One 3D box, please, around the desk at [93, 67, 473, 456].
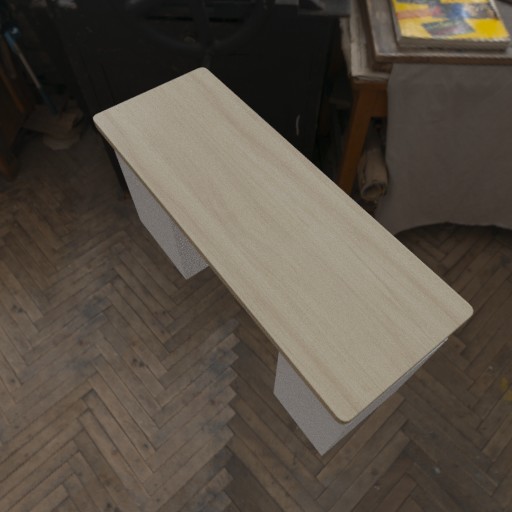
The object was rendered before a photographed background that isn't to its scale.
[{"bbox_3d":[0.000,0.000,1.894,0.550,0.755,1.500,-33,64,-19],"label":"desk"}]
